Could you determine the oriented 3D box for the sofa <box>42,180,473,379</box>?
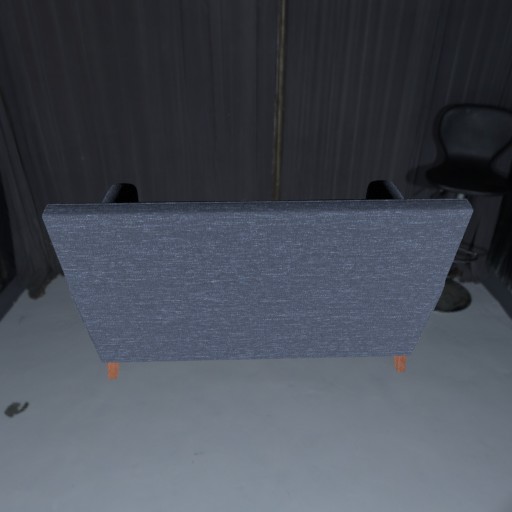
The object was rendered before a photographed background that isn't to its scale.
[{"bbox_3d":[0.000,0.000,1.954,1.420,0.846,0.875,-1,30,-2],"label":"sofa"}]
